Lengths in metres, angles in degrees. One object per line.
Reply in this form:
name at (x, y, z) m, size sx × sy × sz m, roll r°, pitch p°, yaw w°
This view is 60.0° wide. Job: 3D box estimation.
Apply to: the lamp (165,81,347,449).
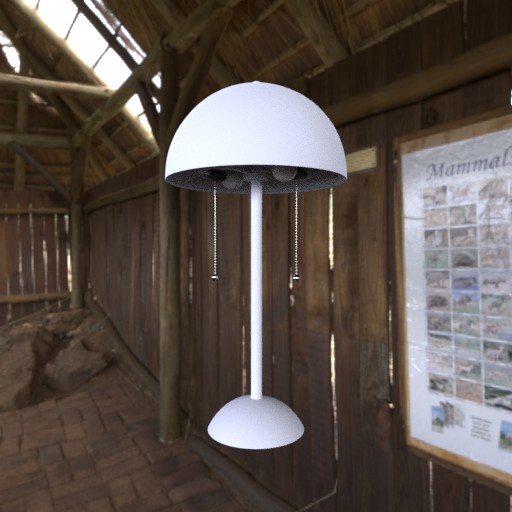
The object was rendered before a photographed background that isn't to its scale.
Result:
lamp at (0.000, 0.000, 0.425) m, size 0.171 × 0.330 × 0.171 m, roll 0°, pitch 0°, yaw 0°
